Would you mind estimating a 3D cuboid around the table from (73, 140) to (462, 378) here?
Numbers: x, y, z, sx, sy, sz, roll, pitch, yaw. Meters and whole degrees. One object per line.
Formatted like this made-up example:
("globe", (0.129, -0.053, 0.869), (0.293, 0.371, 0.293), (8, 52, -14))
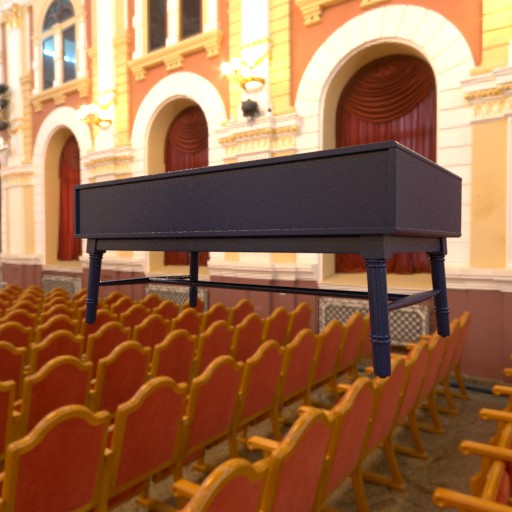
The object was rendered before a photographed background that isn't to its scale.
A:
("table", (0.000, 0.000, 1.369), (1.067, 0.457, 0.572), (1, 2, 36))
